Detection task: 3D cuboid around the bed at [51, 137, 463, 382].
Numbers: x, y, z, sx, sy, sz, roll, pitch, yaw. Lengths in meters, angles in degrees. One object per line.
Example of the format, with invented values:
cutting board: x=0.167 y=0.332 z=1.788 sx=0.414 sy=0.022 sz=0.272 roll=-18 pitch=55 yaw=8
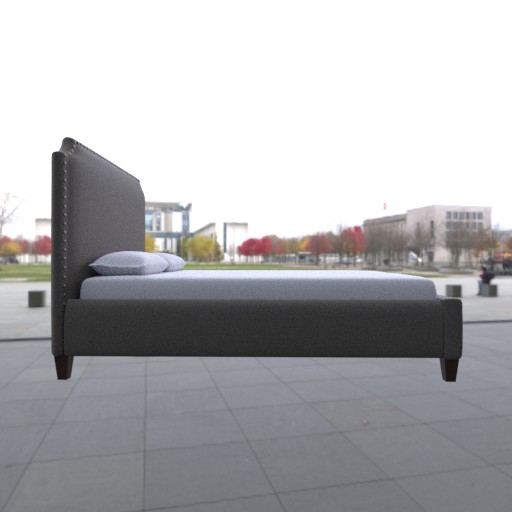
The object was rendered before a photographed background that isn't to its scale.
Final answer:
bed: x=0.000 y=0.000 z=3.355 sx=2.372 sy=1.443 sz=1.712 roll=0 pitch=0 yaw=1
